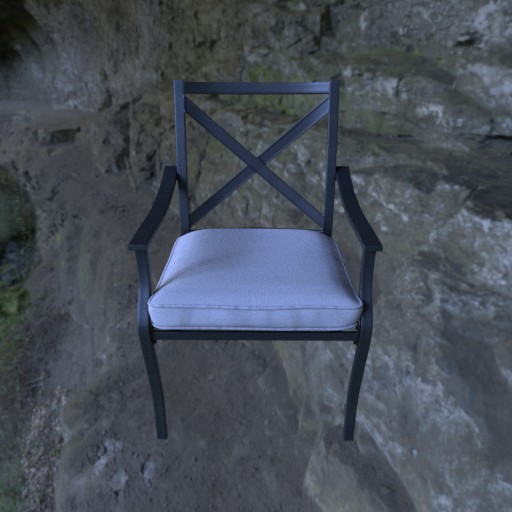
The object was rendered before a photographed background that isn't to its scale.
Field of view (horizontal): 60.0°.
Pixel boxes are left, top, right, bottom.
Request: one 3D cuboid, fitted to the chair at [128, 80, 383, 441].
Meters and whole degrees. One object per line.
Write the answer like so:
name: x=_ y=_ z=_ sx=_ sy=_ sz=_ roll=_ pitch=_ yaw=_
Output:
chair: x=0.000 y=0.000 z=1.297 sx=0.575 sy=0.889 sz=0.620 roll=0 pitch=30 yaw=0
